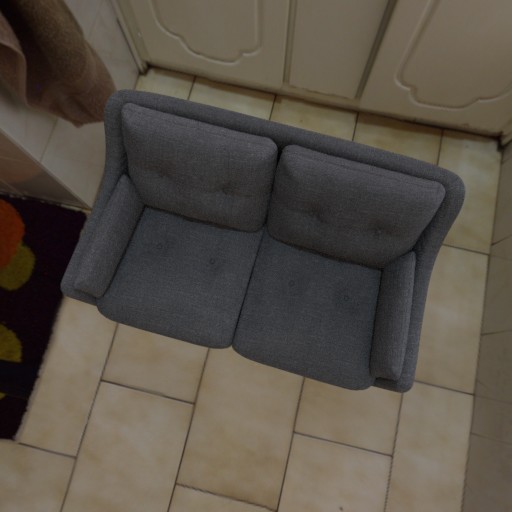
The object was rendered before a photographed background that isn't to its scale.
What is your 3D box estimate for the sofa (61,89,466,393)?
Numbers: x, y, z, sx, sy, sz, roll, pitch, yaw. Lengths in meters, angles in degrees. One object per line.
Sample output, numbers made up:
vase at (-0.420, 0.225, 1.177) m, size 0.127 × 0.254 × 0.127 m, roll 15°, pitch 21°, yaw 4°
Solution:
sofa at (0.000, 0.000, 2.162) m, size 1.646 × 0.887 × 0.976 m, roll 15°, pitch 77°, yaw 4°
